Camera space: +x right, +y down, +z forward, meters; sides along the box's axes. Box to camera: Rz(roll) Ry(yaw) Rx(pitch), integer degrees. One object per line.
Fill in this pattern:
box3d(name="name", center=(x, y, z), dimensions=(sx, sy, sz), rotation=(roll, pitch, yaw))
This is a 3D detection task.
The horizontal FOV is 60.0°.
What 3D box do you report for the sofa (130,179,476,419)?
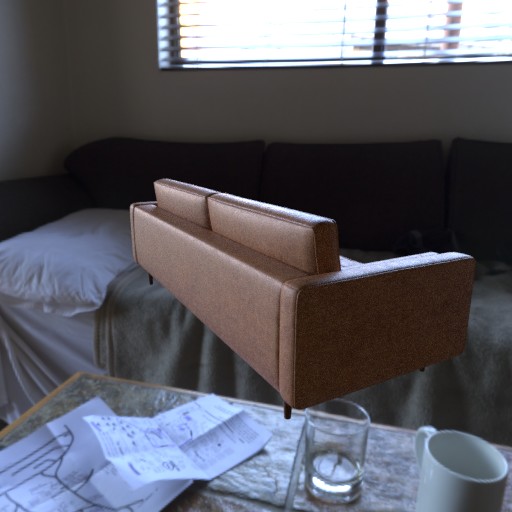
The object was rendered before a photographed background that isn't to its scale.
box3d(name="sofa", center=(0.000, 0.000, 2.577), dimensions=(0.919, 0.770, 2.200), rotation=(-8, 17, -28))
